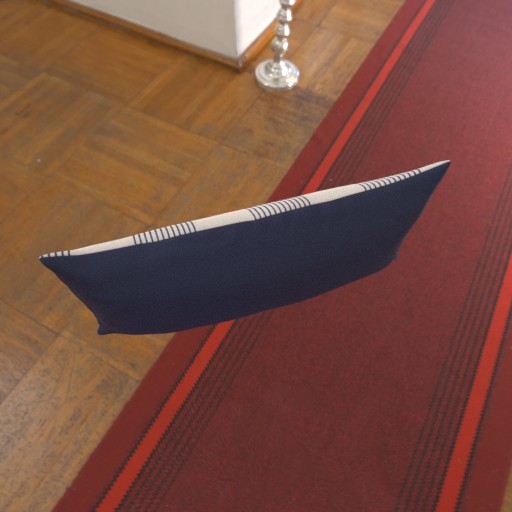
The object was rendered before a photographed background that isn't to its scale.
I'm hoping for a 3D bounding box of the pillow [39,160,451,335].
[{"bbox_3d":[0.000,0.000,0.748,0.610,0.287,0.151,-14,60,-8],"label":"pillow"}]
